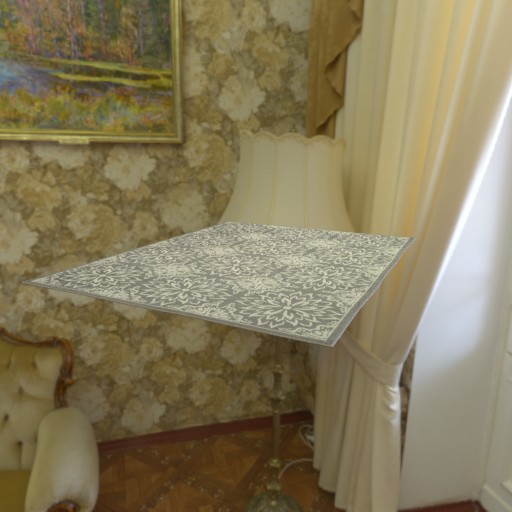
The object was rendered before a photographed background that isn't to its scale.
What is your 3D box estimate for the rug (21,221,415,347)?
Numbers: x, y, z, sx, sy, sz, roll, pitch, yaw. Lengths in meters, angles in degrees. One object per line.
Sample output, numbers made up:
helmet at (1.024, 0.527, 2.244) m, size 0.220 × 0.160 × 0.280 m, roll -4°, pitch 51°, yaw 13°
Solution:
rug at (0.000, 0.000, 4.026) m, size 2.363 × 0.012 × 2.980 m, roll 7°, pitch 16°, yaw 26°
